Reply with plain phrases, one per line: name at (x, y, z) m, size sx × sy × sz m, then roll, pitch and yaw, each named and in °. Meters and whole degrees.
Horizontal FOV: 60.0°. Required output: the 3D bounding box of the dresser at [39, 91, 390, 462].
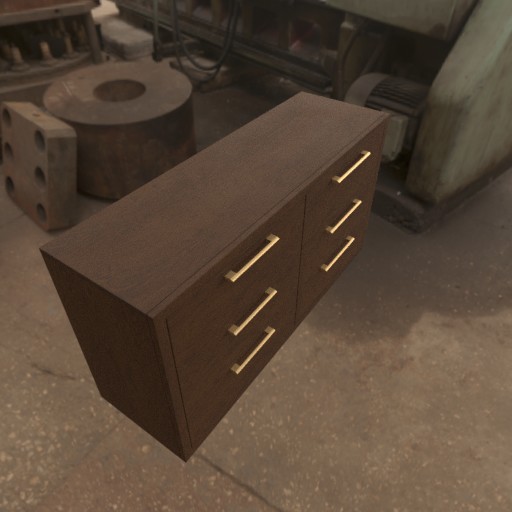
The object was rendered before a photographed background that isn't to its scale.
dresser at (0.000, 0.000, 1.972) m, size 0.512 × 0.889 × 1.523 m, roll 25°, pitch 47°, yaw 26°
